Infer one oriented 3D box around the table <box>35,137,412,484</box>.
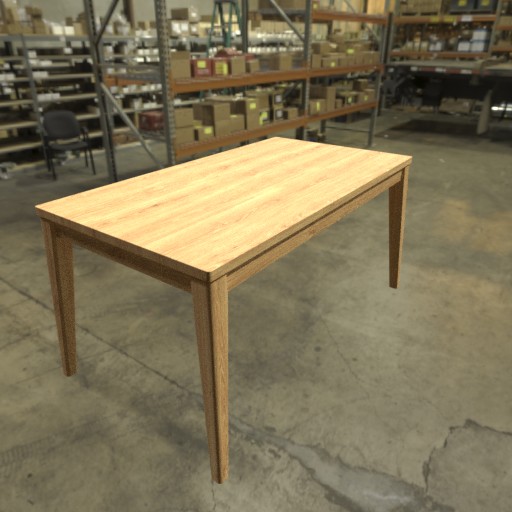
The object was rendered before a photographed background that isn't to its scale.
[{"bbox_3d":[0.000,0.000,2.084,0.900,0.760,1.600,18,31,32],"label":"table"}]
